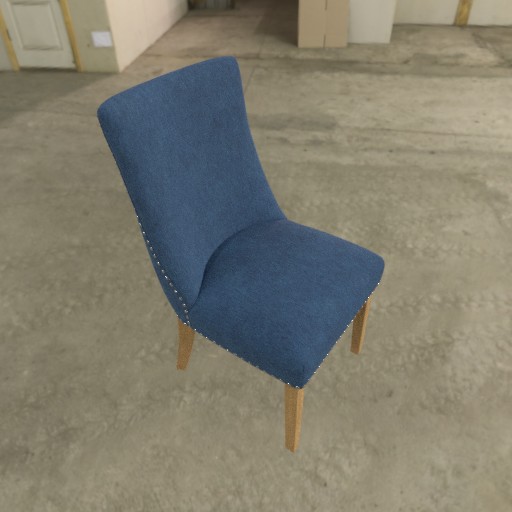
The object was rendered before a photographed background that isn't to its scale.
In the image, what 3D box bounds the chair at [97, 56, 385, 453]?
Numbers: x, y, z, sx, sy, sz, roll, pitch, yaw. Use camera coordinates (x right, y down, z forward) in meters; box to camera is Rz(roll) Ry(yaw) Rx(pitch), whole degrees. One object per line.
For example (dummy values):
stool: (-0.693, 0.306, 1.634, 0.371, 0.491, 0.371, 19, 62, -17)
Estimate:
chair: (0.000, 0.000, 1.257, 0.610, 0.902, 0.495, 24, 46, 26)
